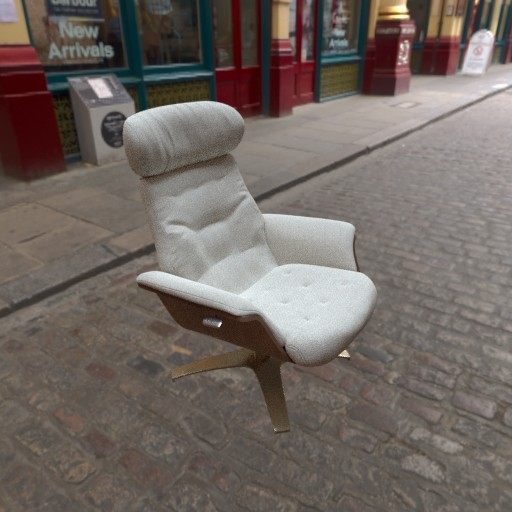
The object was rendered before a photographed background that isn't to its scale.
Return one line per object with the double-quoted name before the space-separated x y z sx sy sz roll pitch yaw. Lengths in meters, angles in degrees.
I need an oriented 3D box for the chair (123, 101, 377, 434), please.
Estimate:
"chair" 0.000 0.000 1.605 0.837 0.995 0.785 17 31 32
